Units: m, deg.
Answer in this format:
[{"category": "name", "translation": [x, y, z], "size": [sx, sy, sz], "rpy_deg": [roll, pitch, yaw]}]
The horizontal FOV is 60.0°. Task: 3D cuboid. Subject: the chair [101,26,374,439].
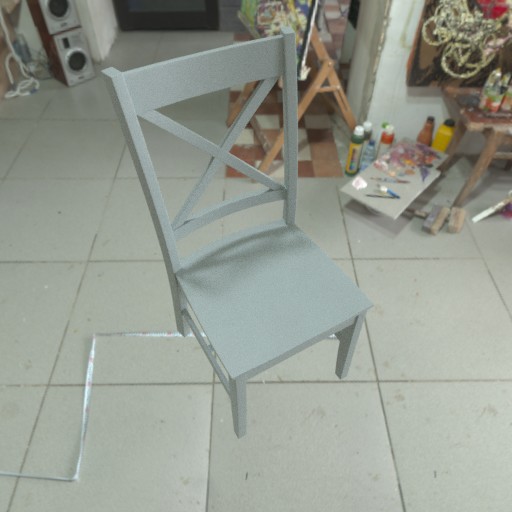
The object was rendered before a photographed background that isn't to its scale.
[{"category": "chair", "translation": [0.000, 0.000, 1.255], "size": [0.485, 0.983, 0.542], "rpy_deg": [-23, 52, -20]}]
